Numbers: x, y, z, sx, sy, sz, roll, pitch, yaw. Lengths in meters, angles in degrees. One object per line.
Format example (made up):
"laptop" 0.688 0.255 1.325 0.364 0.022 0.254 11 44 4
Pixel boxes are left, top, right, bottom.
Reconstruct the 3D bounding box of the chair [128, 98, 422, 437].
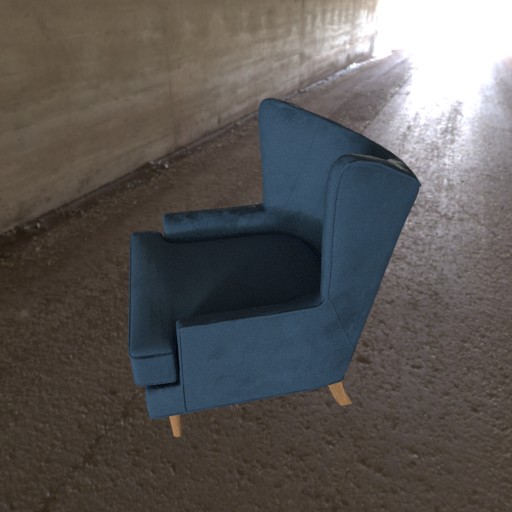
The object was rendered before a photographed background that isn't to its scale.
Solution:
"chair" 0.000 0.000 1.609 0.910 0.952 0.793 -7 31 -11
